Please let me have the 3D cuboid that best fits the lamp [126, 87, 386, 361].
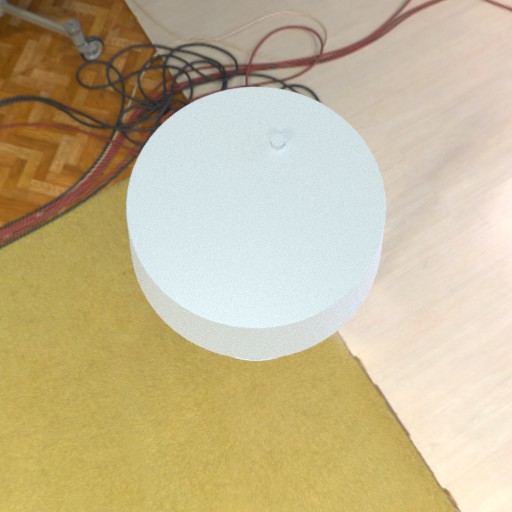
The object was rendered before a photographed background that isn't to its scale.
[{"bbox_3d":[0.000,0.000,0.619,0.291,0.429,0.291,0,74,0],"label":"lamp"}]
